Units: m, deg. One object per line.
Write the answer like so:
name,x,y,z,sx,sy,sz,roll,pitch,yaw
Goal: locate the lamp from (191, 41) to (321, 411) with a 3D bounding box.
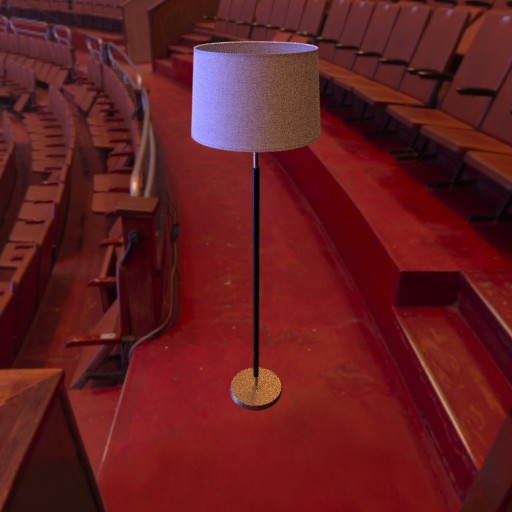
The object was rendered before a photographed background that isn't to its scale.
lamp,0.000,0.000,1.689,0.420,1.447,0.420,0,31,0
